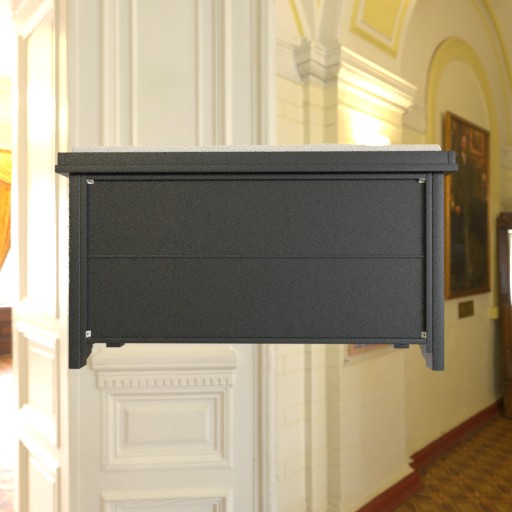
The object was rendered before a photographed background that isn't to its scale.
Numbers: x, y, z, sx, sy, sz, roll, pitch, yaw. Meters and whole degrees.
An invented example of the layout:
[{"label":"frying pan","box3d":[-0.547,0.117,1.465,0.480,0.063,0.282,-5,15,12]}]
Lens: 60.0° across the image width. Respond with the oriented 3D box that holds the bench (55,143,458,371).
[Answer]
[{"label":"bench","box3d":[0.000,0.000,1.239,0.973,0.561,0.345,0,0,1]}]
